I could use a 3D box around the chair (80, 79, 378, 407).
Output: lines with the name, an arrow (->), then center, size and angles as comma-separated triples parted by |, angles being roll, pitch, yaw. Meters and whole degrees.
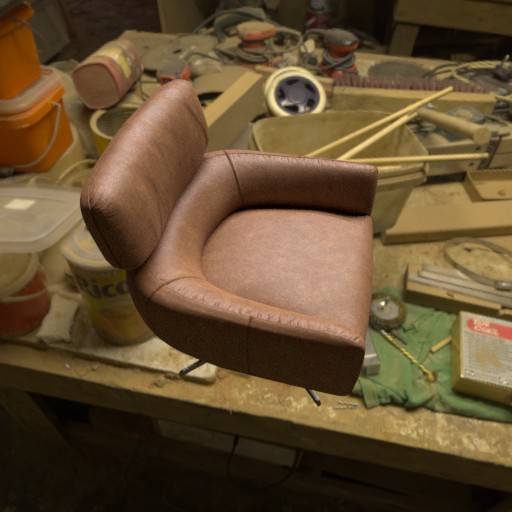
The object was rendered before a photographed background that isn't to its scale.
chair -> 0.000, 0.000, 1.332 | 0.715, 0.812, 0.706 | 10, 48, 9
